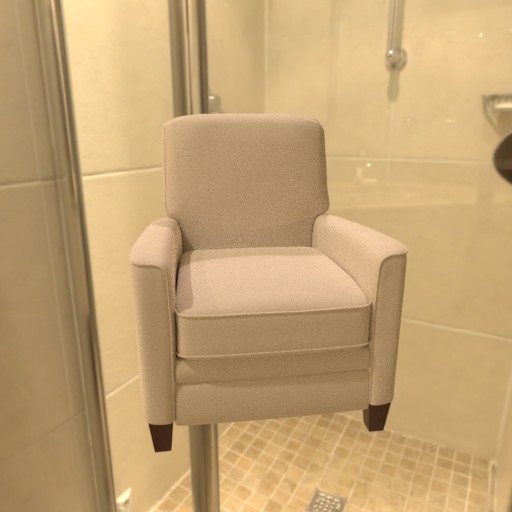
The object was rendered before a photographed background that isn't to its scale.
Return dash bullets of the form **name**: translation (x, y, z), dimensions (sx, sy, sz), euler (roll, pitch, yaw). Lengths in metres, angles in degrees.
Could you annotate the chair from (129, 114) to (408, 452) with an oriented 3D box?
- **chair**: translation (0.000, 0.000, 1.644), dimensions (0.841, 1.028, 0.858), euler (-2, 16, -8)
